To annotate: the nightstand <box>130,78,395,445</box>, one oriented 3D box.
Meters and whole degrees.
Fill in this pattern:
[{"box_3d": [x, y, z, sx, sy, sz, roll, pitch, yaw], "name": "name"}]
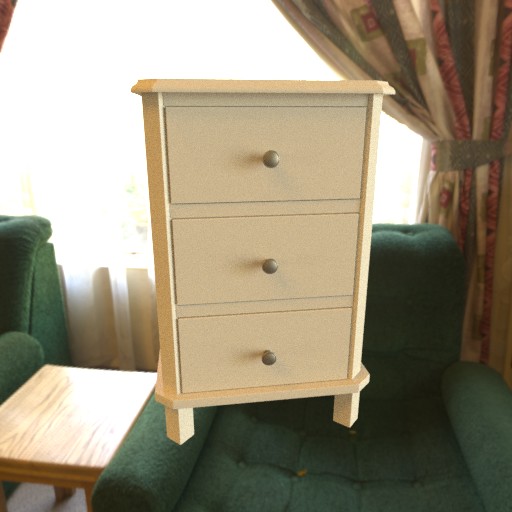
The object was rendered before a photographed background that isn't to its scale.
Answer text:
[{"box_3d": [0.000, 0.000, 0.946, 0.435, 0.681, 0.351, -3, 18, -8], "name": "nightstand"}]
